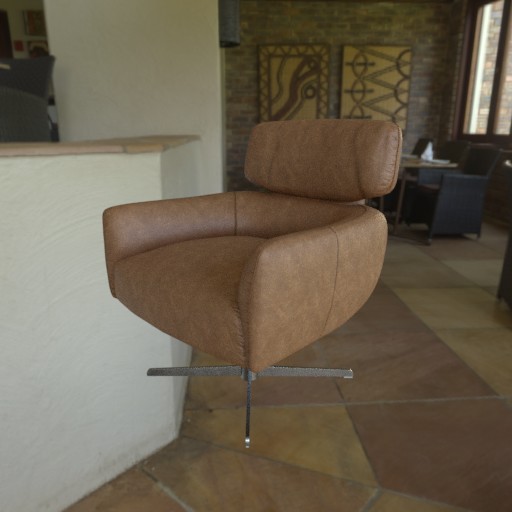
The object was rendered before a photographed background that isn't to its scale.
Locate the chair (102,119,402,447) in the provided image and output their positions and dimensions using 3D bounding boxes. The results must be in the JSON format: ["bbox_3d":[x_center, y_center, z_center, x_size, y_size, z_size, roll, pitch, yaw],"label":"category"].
[{"bbox_3d":[0.000,0.000,1.357,0.715,0.812,0.706,-15,22,-43],"label":"chair"}]
